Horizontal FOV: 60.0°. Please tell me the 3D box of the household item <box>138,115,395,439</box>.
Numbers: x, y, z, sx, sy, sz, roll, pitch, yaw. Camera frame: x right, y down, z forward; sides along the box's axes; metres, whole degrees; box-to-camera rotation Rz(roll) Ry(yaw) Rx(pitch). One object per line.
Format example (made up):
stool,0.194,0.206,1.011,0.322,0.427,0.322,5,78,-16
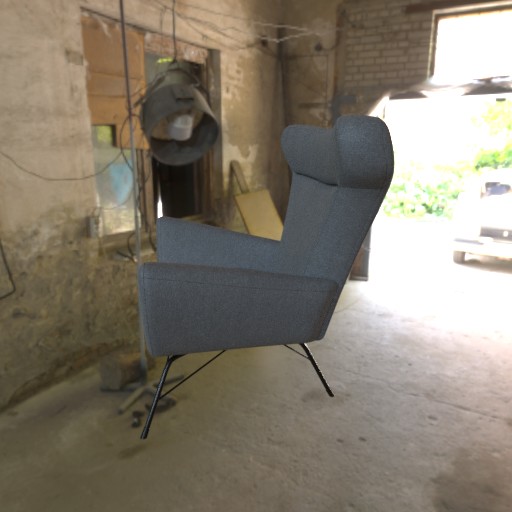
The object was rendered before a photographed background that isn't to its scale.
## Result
household item,0.000,0.000,1.790,0.900,1.050,0.980,-2,15,-8
